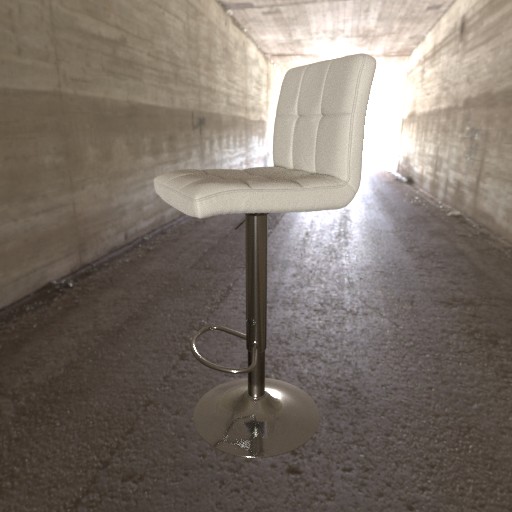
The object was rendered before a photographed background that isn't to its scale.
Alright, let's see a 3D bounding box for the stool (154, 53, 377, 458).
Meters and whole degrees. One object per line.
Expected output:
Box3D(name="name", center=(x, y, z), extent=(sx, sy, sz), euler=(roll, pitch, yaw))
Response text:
Box3D(name="stool", center=(0.000, 0.000, 1.341), extent=(0.505, 1.115, 0.430), euler=(-8, 18, -24))
